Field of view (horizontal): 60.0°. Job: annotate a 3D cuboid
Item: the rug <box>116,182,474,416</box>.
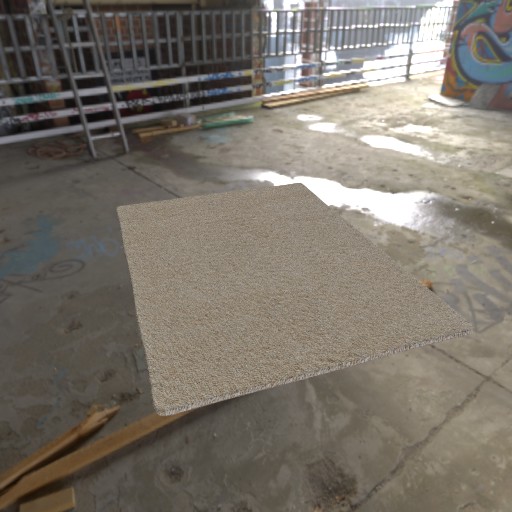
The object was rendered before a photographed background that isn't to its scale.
[{"bbox_3d":[0.000,0.000,2.151,1.200,0.027,1.600,-10,32,-17],"label":"rug"}]
